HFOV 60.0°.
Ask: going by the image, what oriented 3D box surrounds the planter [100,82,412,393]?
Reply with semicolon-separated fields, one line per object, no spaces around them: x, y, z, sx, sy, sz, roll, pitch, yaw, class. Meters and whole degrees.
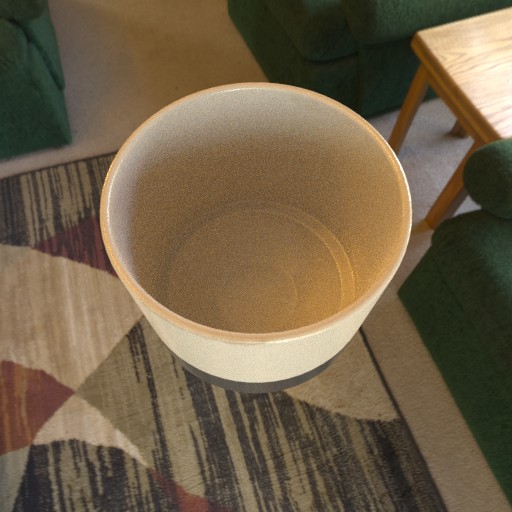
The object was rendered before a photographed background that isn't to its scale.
0.000;0.000;0.354;0.193;0.177;0.193;0;63;0;planter
